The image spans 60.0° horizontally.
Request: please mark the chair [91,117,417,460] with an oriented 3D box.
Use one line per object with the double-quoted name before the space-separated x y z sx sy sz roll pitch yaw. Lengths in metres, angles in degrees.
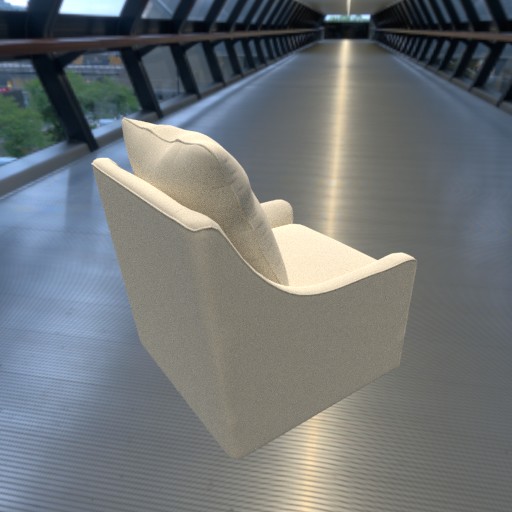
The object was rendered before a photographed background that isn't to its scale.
"chair" 0.000 0.000 1.602 0.876 0.965 0.756 -17 31 -31
